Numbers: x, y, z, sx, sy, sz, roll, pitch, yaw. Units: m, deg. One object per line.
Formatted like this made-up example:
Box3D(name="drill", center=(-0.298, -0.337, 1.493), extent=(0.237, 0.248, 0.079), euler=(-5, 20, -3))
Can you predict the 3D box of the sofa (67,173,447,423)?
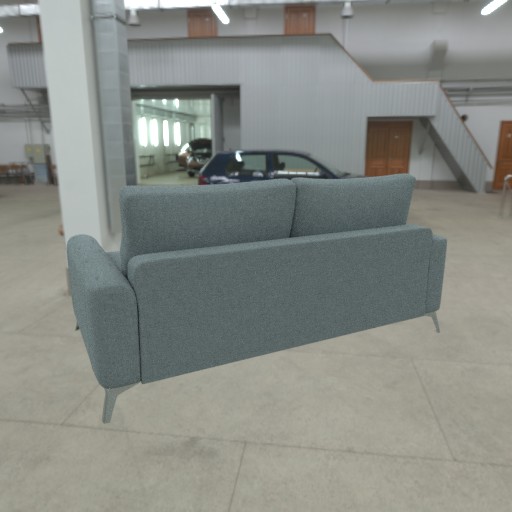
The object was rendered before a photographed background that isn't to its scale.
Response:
Box3D(name="sofa", center=(0.000, 0.000, 2.163), extent=(1.650, 0.790, 0.920), euler=(-7, 16, -26))
